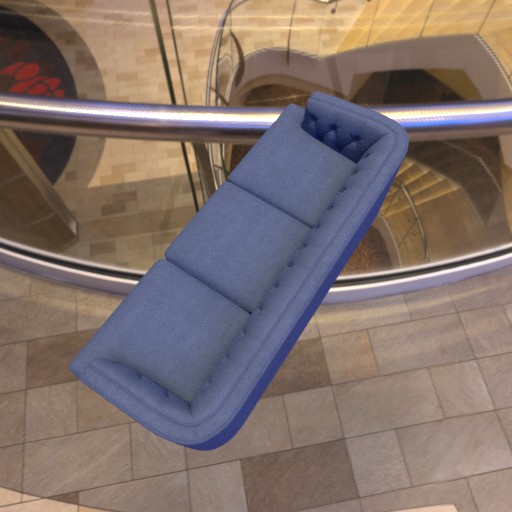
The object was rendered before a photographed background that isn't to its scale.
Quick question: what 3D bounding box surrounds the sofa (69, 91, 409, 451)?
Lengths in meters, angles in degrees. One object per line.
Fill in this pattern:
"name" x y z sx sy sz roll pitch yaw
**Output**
"sofa" 0.000 0.000 2.660 0.914 0.787 2.235 31 68 14
